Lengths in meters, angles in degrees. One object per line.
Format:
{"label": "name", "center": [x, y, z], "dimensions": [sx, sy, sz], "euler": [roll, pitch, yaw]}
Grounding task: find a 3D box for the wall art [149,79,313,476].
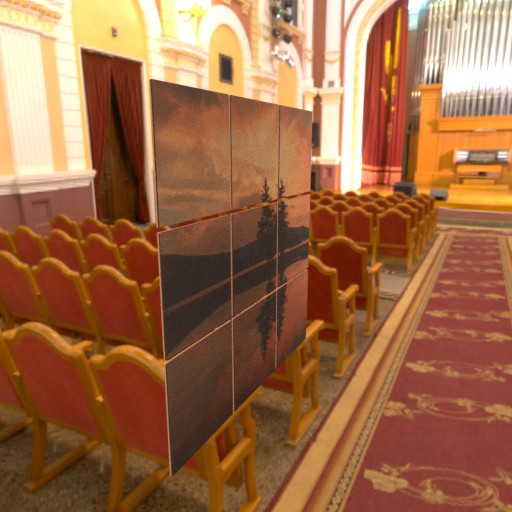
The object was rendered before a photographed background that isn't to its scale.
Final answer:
{"label": "wall art", "center": [0.000, 0.000, 2.289], "dimensions": [0.013, 1.525, 1.520], "euler": [7, 15, 26]}
